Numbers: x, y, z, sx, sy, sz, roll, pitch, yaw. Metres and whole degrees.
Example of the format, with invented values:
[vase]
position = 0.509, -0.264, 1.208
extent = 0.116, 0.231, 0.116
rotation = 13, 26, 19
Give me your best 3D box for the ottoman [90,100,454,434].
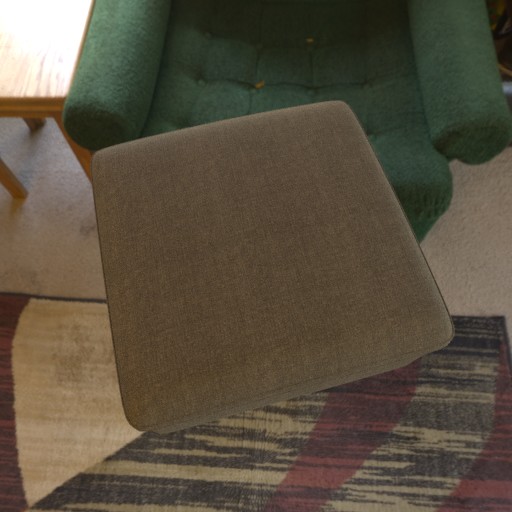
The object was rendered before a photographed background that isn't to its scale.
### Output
[ottoman]
position = 0.000, 0.000, 1.706
extent = 1.067, 0.559, 1.067
rotation = -14, 66, -6
